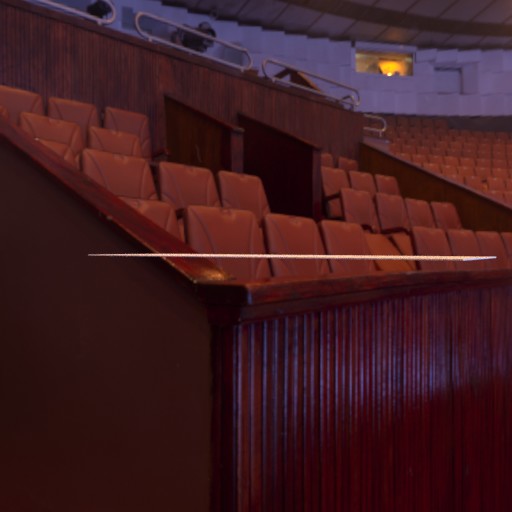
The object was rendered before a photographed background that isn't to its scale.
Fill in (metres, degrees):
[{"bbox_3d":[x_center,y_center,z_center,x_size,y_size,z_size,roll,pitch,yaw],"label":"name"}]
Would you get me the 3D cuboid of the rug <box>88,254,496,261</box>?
[{"bbox_3d":[0.000,0.000,2.639,2.437,0.006,0.686,1,1,37],"label":"rug"}]
